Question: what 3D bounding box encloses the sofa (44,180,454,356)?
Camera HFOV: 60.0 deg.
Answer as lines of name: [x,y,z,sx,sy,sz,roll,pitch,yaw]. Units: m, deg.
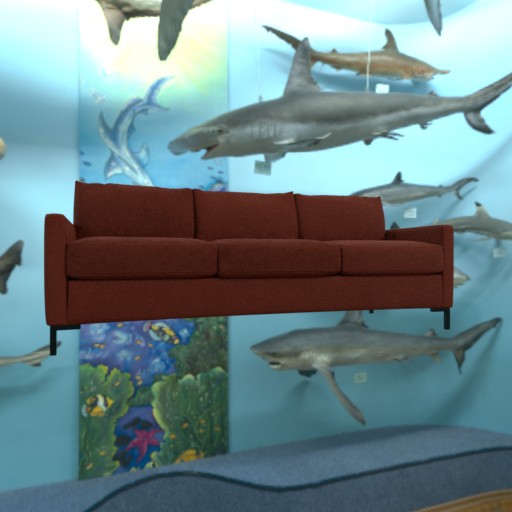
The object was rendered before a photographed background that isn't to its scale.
sofa: [0.000,0.000,2.669,2.252,0.879,0.875,0,0,-19]
